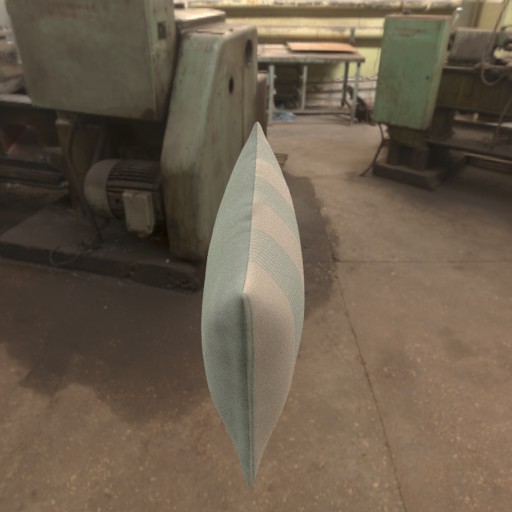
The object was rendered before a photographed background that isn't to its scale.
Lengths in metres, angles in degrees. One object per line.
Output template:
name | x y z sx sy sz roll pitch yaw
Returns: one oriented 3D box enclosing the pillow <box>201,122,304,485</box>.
pillow | 0.000 0.000 0.724 0.151 0.287 0.610 1 31 1
